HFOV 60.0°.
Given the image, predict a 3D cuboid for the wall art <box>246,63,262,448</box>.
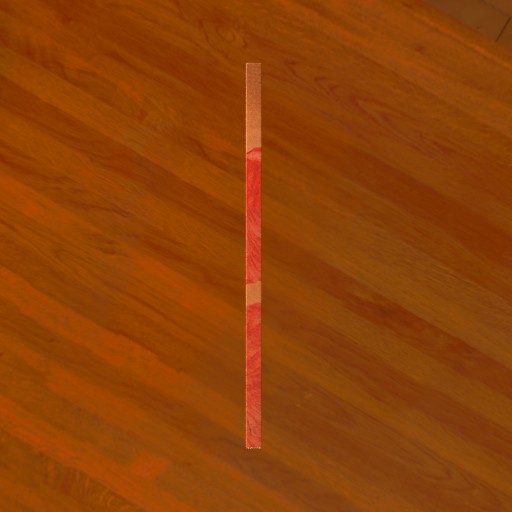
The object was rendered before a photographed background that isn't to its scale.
[{"bbox_3d":[0.000,0.000,1.383,0.031,1.015,0.762,0,90,0],"label":"wall art"}]
